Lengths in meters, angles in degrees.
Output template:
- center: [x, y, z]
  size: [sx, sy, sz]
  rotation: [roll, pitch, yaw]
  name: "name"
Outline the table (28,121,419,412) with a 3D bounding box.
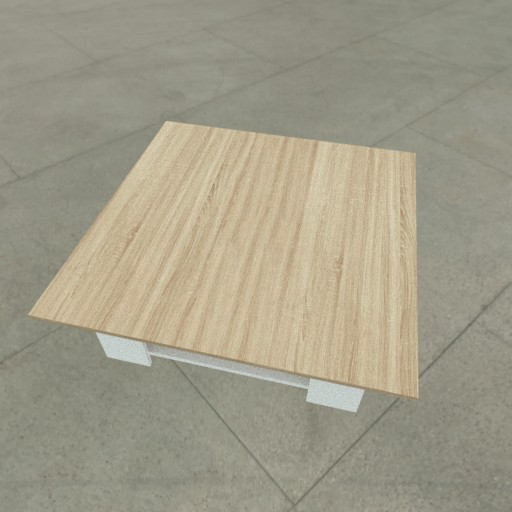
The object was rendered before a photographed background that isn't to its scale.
- center: [0.000, 0.000, 1.375]
  size: [0.890, 0.305, 0.890]
  rotation: [10, 48, 9]
  name: "table"
